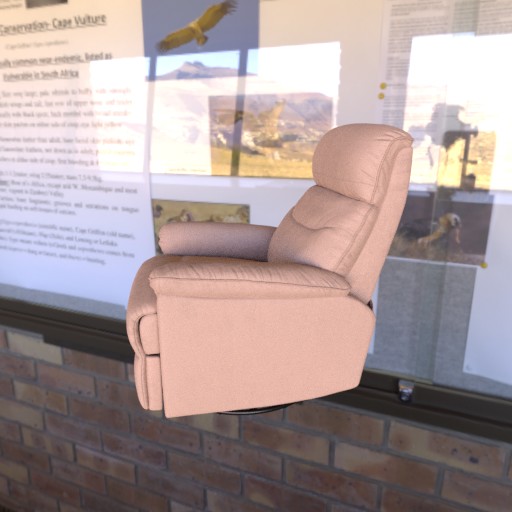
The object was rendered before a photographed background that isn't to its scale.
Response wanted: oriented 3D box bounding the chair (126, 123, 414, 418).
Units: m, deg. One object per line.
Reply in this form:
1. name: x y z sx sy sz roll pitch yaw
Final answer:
1. chair: 0.000 0.000 1.801 1.004 1.037 0.820 -2 16 -9
